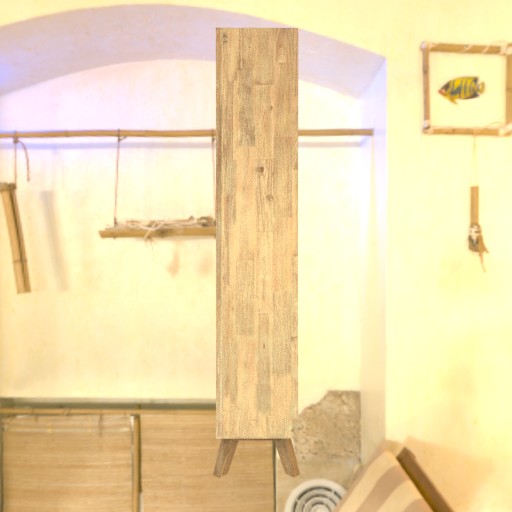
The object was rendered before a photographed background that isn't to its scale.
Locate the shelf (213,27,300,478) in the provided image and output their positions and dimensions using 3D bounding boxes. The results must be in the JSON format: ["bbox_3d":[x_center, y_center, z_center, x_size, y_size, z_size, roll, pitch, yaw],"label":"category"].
[{"bbox_3d":[0.000,0.000,1.549,0.267,1.342,0.491,0,0,0],"label":"shelf"}]
